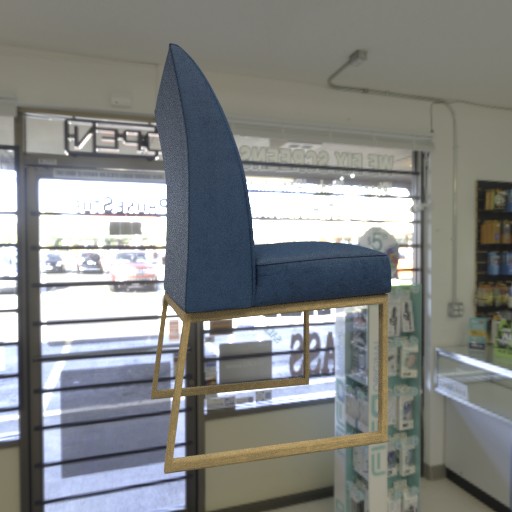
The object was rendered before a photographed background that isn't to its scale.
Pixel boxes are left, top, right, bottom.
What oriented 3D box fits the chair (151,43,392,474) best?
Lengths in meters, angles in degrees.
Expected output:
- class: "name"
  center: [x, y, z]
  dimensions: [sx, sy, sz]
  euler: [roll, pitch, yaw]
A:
- class: "chair"
  center: [0.000, 0.000, 1.180]
  dimensions: [0.522, 0.863, 0.508]
  euler: [0, 1, -17]
